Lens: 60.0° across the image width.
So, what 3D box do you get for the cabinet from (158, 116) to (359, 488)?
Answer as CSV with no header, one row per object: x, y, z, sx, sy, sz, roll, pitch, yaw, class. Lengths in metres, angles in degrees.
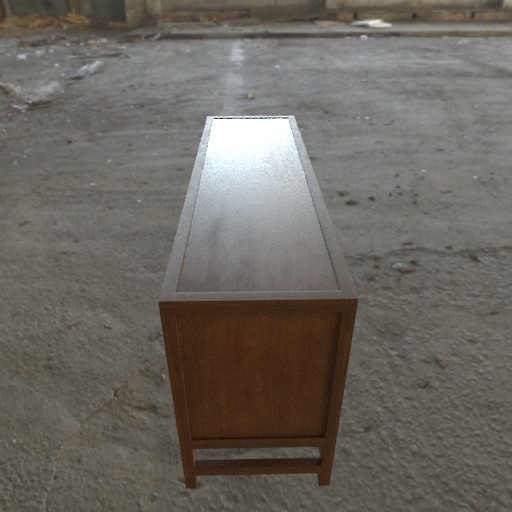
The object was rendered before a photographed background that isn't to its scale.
0.000,0.000,2.041,0.522,0.820,1.708,-1,32,-1,cabinet
